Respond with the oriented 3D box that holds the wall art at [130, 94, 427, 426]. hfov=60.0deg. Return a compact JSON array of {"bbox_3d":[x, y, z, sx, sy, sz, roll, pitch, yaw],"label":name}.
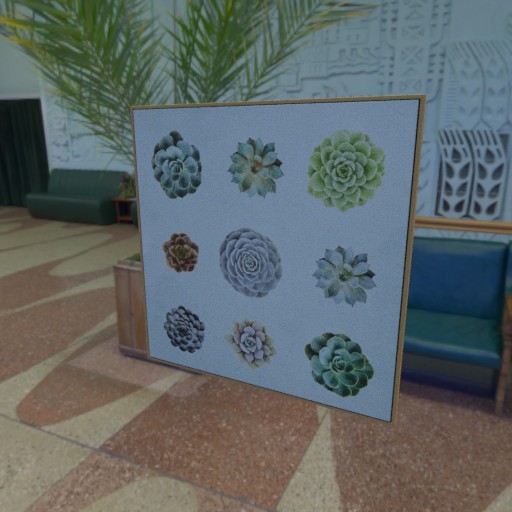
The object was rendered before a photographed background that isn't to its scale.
[{"bbox_3d":[0.000,0.000,0.689,0.457,0.455,0.013,7,17,26],"label":"wall art"}]
